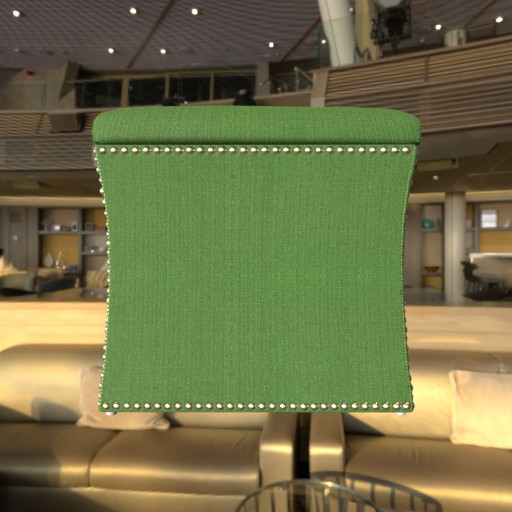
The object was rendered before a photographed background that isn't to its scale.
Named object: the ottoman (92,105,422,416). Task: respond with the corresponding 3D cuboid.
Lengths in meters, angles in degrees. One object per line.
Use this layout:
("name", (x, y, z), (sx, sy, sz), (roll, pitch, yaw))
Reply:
("ottoman", (0.000, 0.000, 0.879), (0.497, 0.475, 0.507), (0, 0, 0))
